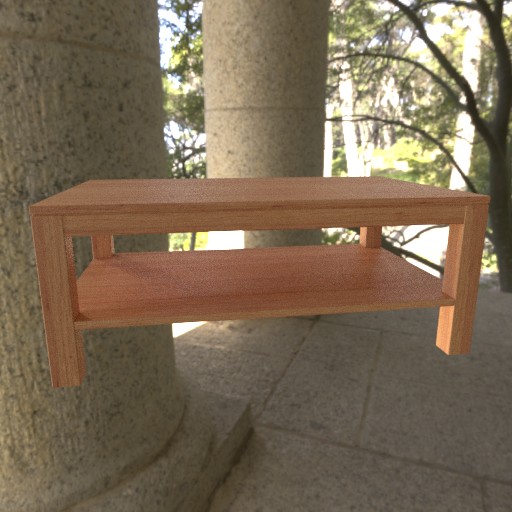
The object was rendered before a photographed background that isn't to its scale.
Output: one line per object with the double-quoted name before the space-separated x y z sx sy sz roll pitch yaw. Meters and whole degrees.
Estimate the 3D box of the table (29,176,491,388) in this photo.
"table" 0.000 0.000 1.472 1.146 0.457 0.695 -2 15 -9
